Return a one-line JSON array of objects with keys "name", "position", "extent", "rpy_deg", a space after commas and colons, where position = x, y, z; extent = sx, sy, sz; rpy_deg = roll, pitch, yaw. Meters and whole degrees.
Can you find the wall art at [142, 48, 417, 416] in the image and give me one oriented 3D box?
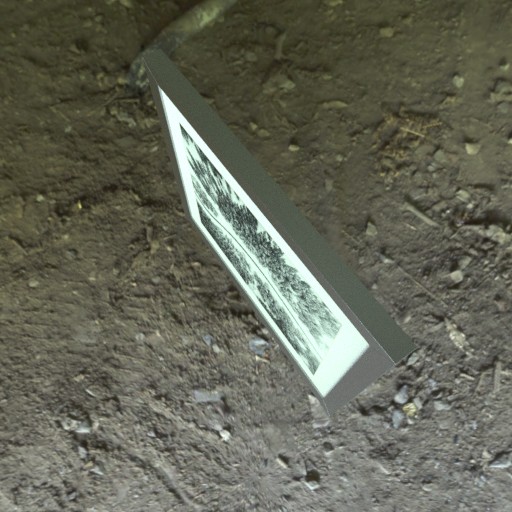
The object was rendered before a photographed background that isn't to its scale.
[{"name": "wall art", "position": [0.000, 0.000, 0.770], "extent": [0.032, 0.456, 0.557], "rpy_deg": [-32, 68, -15]}]
